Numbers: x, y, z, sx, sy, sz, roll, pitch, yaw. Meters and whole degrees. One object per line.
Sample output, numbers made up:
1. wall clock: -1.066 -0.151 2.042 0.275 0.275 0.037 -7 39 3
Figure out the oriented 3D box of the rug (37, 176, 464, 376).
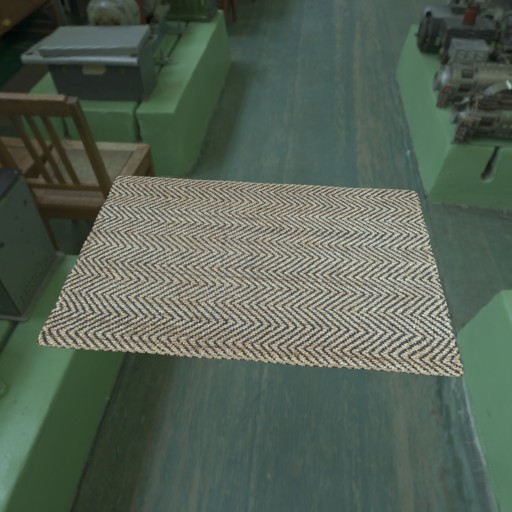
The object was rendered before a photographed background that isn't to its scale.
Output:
1. rug: 0.000 0.000 2.285 1.828 0.008 1.219 3 47 3
